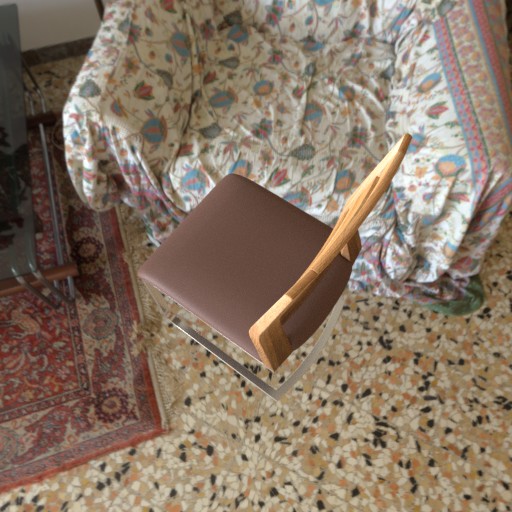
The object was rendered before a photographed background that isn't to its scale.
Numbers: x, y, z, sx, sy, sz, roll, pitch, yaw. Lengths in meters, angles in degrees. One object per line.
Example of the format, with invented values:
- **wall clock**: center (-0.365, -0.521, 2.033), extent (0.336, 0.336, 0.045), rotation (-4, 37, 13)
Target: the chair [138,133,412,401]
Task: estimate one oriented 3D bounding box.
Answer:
- **chair**: center (0.000, 0.000, 1.263), extent (0.570, 0.970, 0.460), rotation (33, 69, 15)
